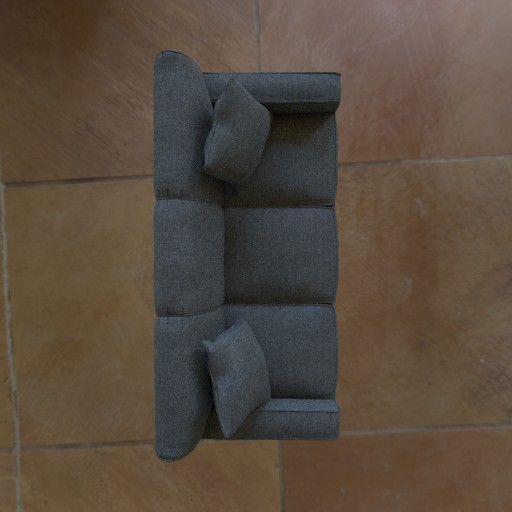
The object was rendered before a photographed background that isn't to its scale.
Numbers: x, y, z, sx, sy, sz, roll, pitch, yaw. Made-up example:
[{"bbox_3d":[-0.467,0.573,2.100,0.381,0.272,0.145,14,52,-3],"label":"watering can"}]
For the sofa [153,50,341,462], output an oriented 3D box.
[{"bbox_3d":[0.000,0.000,2.573,0.997,0.958,2.024,0,91,1],"label":"sofa"}]
